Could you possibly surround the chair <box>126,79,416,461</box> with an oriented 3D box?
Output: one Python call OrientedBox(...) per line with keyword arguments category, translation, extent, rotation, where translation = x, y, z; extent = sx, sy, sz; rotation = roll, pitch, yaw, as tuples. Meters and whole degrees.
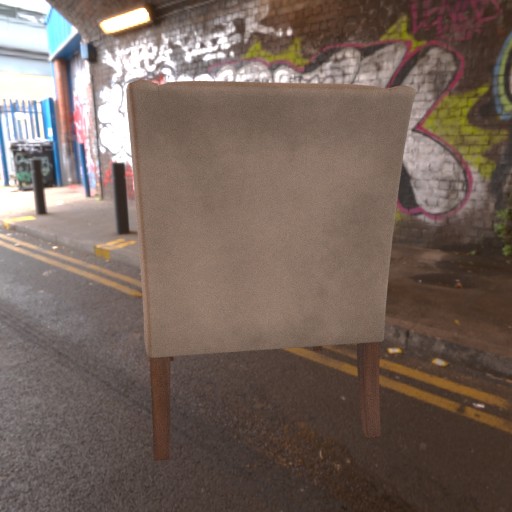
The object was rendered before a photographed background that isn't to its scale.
OrientedBox(category="chair", translation=(0.000, 0.000, 1.305), extent=(0.629, 0.895, 0.629), rotation=(-2, 14, -9))
